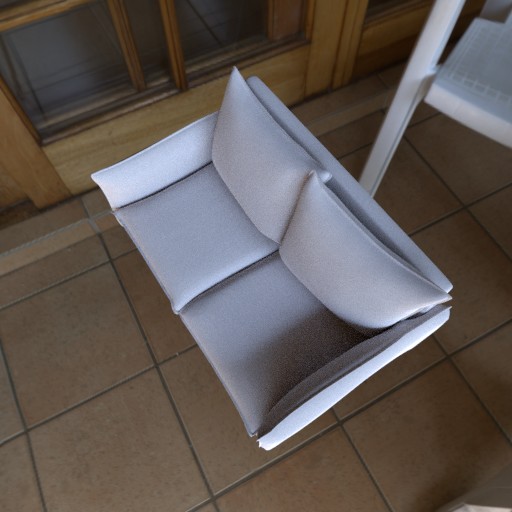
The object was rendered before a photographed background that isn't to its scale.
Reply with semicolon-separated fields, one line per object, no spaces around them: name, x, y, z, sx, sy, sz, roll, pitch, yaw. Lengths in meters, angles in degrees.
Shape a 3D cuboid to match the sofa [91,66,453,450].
sofa;0.000;0.000;1.842;0.820;0.840;1.300;-31;68;-14
